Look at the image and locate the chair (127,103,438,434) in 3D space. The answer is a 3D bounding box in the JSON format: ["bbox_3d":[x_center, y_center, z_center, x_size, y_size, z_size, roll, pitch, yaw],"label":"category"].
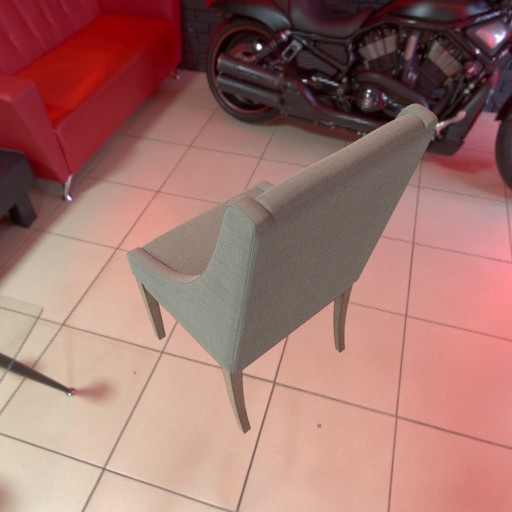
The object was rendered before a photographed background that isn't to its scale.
[{"bbox_3d":[0.000,0.000,1.352,0.575,1.021,0.611,-32,55,-26],"label":"chair"}]
